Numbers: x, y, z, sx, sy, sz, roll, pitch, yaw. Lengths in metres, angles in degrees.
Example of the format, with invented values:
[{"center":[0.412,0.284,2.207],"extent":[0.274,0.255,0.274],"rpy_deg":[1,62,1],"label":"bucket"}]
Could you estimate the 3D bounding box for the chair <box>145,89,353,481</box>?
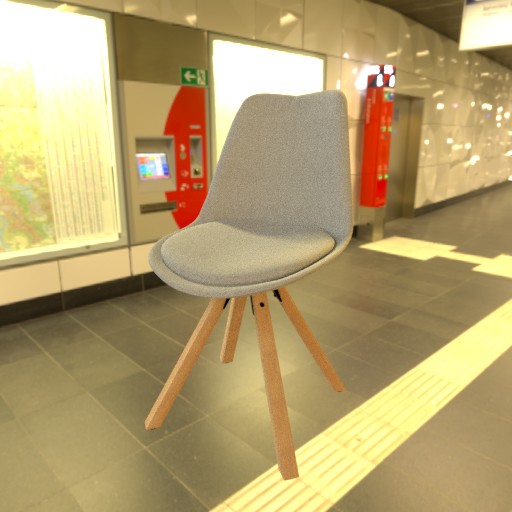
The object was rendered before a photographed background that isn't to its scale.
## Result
[{"center":[0.000,0.000,1.171],"extent":[0.474,0.863,0.549],"rpy_deg":[7,17,26],"label":"chair"}]
